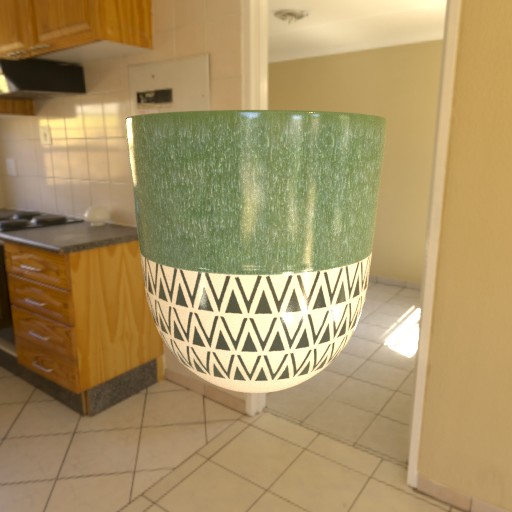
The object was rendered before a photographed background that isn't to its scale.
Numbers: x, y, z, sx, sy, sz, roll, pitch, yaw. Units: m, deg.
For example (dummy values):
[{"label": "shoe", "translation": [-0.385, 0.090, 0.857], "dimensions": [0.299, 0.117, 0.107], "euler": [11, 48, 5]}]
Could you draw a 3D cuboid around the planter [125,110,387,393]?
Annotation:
[{"label": "planter", "translation": [0.000, 0.000, 0.367], "dimensions": [0.195, 0.214, 0.195], "euler": [0, 13, 0]}]
